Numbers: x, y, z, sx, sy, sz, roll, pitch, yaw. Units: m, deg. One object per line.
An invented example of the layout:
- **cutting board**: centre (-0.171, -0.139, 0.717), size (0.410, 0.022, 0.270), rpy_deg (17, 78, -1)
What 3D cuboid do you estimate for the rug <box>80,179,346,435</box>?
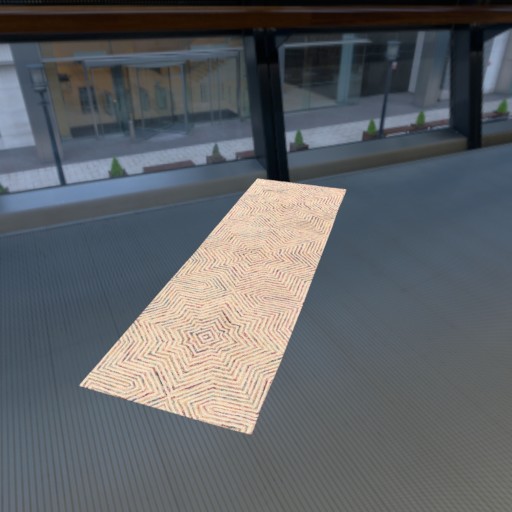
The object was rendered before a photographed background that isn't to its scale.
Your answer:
- **rug**: centre (0.000, 0.000, 2.742), size (0.771, 0.009, 2.443), rpy_deg (10, 33, 15)
